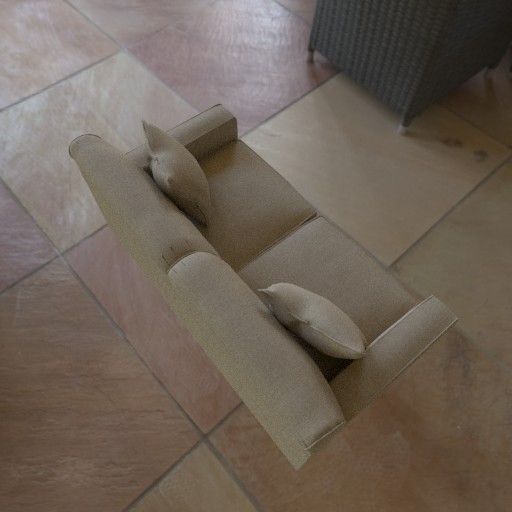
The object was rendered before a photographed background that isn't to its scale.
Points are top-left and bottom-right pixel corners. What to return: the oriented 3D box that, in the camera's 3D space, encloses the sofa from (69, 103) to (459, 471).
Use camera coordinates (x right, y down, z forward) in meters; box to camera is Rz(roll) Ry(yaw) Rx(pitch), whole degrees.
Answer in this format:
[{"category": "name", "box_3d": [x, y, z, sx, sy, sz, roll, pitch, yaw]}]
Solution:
[{"category": "sofa", "box_3d": [0.000, 0.000, 2.372, 0.998, 0.958, 1.846, -35, 66, -18]}]
